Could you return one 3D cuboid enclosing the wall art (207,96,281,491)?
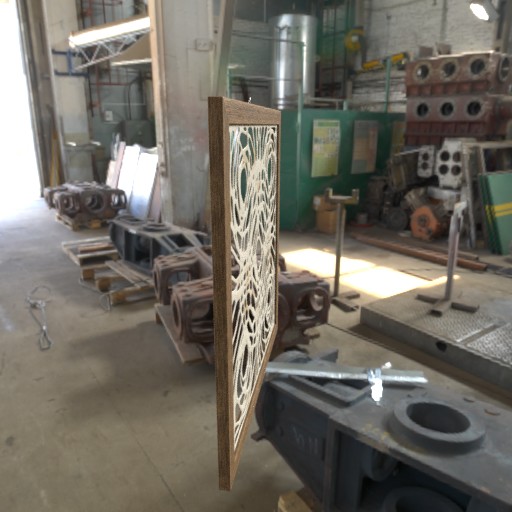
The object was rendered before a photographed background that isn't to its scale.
[{"bbox_3d":[0.000,0.000,0.852,0.021,0.576,0.561,3,17,10],"label":"wall art"}]
